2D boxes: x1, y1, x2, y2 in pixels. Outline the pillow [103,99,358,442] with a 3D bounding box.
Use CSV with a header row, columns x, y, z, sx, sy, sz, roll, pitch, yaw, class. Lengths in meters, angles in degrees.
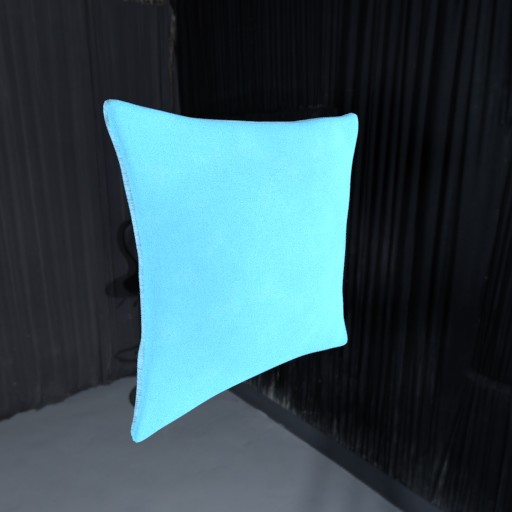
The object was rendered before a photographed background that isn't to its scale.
x,y,z,sx,sy,sz,roll,pitch,yaw,class
0.000,0.000,0.653,0.433,0.415,0.151,-13,20,-39,pillow
